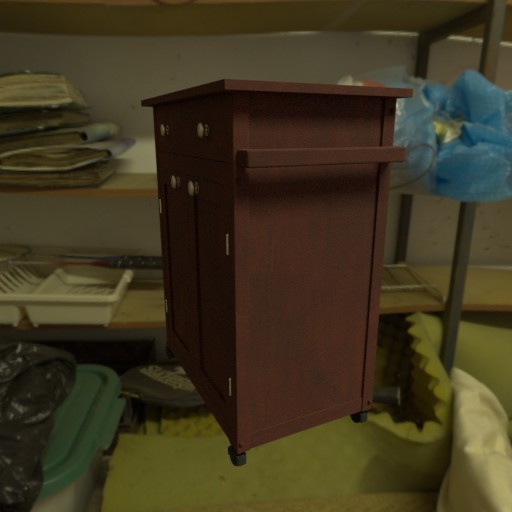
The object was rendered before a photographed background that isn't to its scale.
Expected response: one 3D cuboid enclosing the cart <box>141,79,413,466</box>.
[{"bbox_3d":[0.000,0.000,1.264,0.442,0.864,0.683,-8,18,-25],"label":"cart"}]
